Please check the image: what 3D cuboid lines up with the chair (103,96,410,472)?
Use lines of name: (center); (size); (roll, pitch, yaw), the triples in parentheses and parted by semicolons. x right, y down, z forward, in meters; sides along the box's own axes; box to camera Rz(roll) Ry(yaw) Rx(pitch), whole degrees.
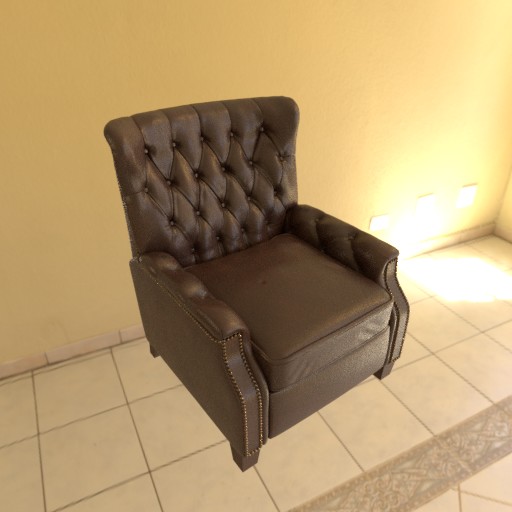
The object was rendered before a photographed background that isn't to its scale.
chair: (0.000, 0.000, 1.477); (0.709, 0.864, 0.823); (-20, 36, -31)
